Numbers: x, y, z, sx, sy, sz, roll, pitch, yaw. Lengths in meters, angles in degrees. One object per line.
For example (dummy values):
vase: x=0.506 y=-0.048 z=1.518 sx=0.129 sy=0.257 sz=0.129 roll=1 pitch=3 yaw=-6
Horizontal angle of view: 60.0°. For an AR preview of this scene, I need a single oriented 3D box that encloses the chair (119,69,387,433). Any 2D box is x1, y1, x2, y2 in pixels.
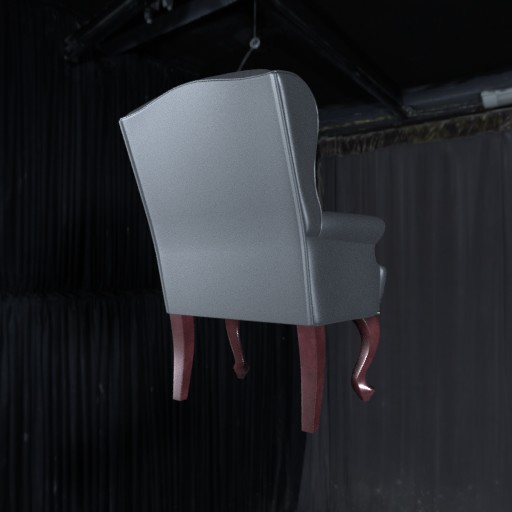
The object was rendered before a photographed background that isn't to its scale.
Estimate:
chair: x=0.000 y=0.000 z=1.663 sx=0.838 sy=1.111 sz=0.762 roll=-1 pitch=-2 yaw=36
